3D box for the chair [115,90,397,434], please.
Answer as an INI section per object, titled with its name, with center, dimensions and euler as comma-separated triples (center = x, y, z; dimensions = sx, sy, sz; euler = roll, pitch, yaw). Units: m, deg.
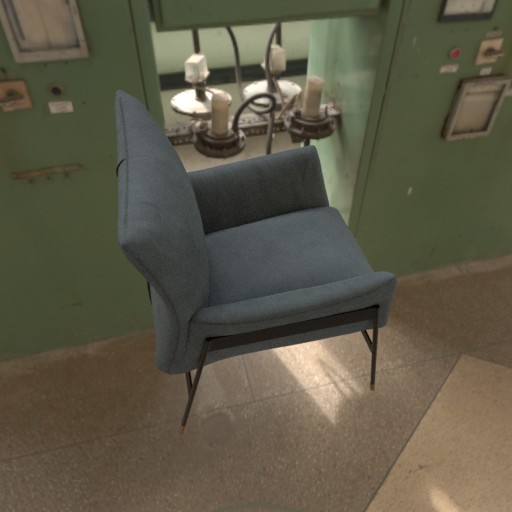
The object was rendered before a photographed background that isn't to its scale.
[chair]
center = 0.000, 0.000, 1.400
dimensions = 0.709, 0.858, 0.678
euler = -9, 46, -9
